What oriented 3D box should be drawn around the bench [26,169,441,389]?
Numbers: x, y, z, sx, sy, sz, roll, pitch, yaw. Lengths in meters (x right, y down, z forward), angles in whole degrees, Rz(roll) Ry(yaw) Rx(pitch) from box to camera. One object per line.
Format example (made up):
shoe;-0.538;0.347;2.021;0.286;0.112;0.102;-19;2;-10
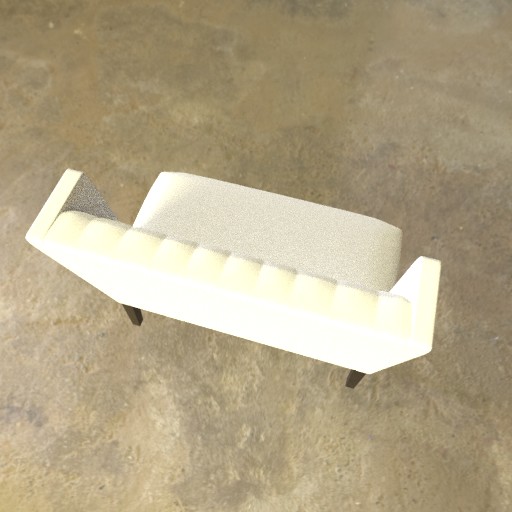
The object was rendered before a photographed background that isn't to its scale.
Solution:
bench;0.000;0.000;1.968;1.280;1.123;0.847;15;63;8
